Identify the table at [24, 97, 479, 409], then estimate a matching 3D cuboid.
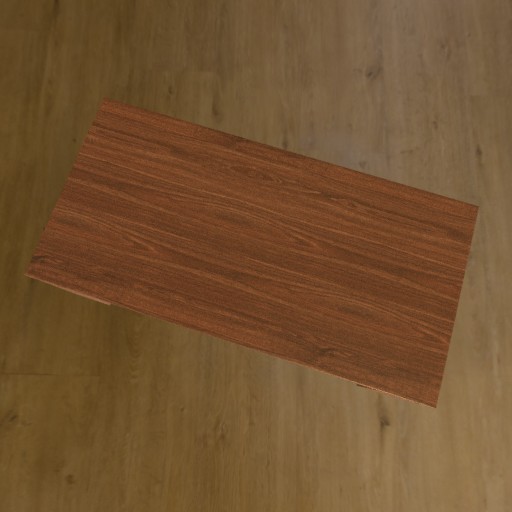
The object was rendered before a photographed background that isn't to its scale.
[{"bbox_3d":[0.000,0.000,1.486,1.200,0.400,0.600,17,77,4],"label":"table"}]
